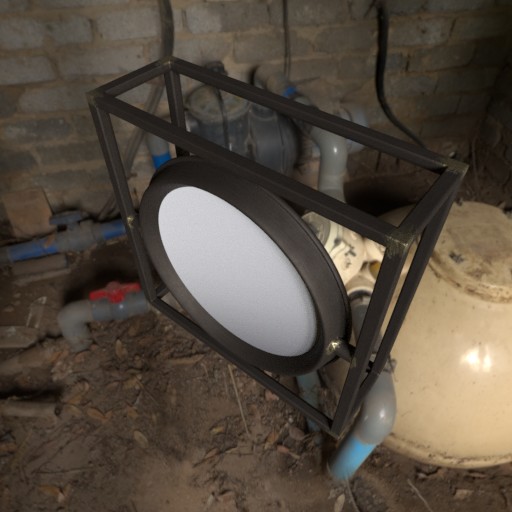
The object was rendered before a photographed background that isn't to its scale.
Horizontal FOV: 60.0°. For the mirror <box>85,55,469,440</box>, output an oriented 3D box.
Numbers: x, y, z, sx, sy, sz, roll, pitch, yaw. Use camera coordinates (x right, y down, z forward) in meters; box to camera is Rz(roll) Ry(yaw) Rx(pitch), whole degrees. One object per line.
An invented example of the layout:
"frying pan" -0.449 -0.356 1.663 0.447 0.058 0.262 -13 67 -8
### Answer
"mirror" 0.000 0.000 0.465 0.306 0.303 0.107 30 54 25
